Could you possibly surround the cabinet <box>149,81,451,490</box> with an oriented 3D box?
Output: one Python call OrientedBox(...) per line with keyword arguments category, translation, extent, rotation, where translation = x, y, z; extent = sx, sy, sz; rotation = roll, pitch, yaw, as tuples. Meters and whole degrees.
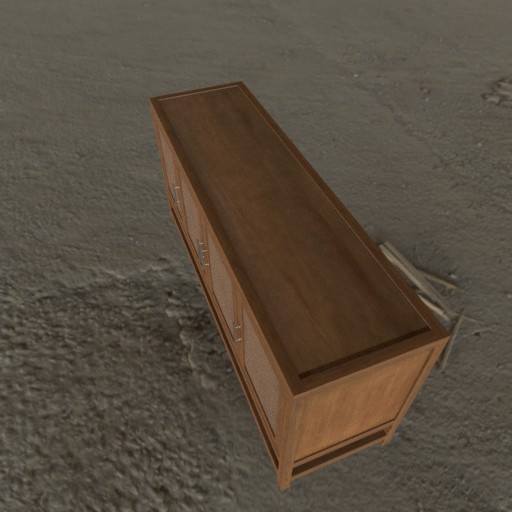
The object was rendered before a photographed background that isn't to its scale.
OrientedBox(category="cabinet", translation=(0.000, 0.000, 2.044), extent=(0.522, 0.820, 1.708), rotation=(-16, 49, -15))
